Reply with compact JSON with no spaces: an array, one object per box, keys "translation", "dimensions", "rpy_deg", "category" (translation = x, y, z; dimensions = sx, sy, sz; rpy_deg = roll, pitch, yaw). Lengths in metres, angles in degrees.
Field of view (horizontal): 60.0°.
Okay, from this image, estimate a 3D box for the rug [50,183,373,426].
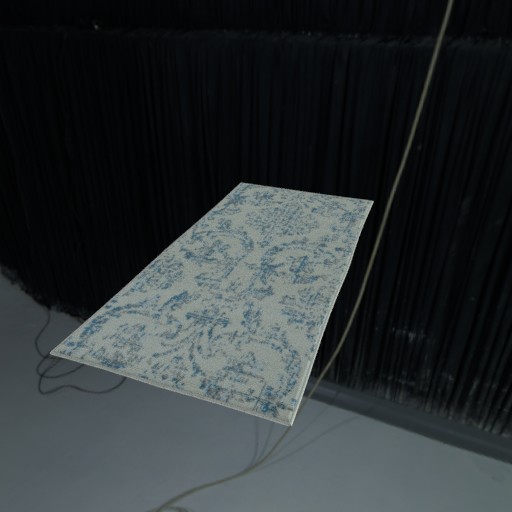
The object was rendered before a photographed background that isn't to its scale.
[{"translation":[0.000,0.000,1.466],"dimensions":[0.605,0.007,1.220],"rpy_deg":[11,32,18],"category":"rug"}]
